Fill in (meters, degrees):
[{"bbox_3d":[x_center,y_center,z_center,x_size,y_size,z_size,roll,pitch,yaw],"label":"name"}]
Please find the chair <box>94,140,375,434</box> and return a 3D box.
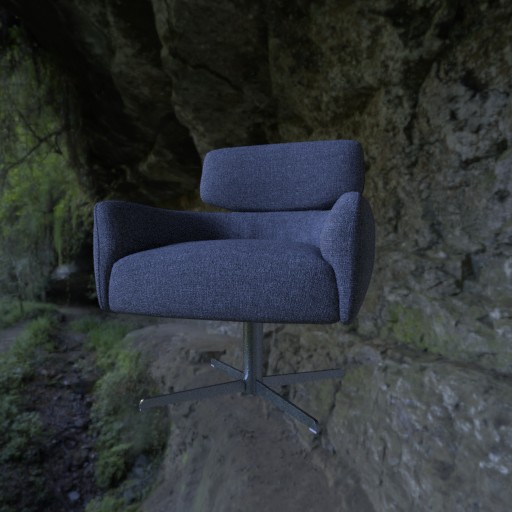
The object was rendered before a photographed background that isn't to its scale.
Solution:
[{"bbox_3d":[0.000,0.000,1.345,0.706,0.812,0.715,0,1,18],"label":"chair"}]
